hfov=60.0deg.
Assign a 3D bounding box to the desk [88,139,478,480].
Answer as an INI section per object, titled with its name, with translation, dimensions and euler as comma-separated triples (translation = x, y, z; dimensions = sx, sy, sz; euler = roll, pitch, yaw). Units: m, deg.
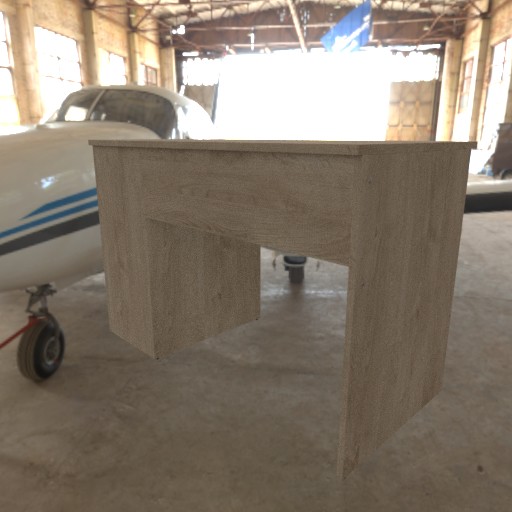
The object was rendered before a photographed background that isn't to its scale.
[desk]
translation = 0.000, 0.000, 1.447
dimensions = 0.560, 0.730, 1.096
euler = -15, 21, -42
